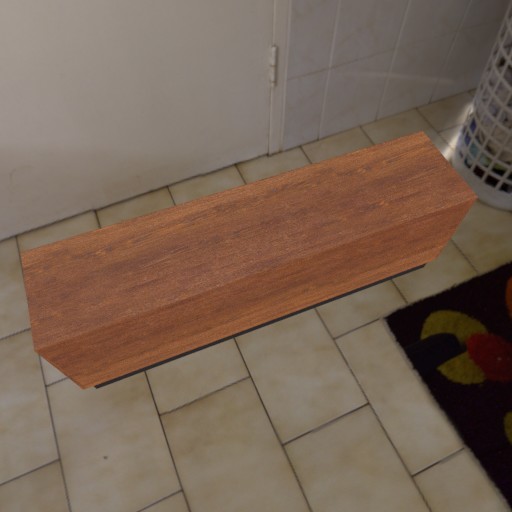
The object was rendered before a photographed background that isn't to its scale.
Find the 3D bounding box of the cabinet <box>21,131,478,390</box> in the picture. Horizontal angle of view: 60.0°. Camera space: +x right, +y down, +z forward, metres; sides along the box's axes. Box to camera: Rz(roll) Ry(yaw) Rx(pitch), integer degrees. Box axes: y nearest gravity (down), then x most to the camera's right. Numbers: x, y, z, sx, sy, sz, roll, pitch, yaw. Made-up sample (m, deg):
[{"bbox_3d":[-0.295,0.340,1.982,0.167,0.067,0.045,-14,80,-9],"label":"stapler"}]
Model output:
[{"bbox_3d":[0.000,0.000,1.805,1.600,0.510,0.419,-19,60,-11],"label":"cabinet"}]
